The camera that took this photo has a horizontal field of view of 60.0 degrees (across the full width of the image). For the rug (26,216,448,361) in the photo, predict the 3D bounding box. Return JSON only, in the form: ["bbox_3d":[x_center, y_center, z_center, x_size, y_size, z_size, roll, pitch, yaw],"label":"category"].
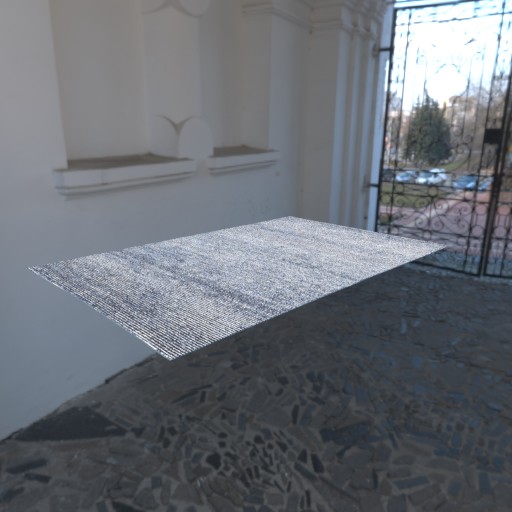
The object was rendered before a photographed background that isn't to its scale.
[{"bbox_3d":[0.000,0.000,2.146,1.740,0.010,1.135,-15,22,-42],"label":"rug"}]
